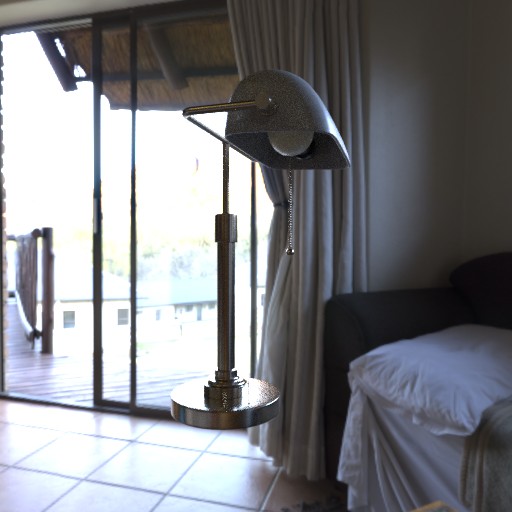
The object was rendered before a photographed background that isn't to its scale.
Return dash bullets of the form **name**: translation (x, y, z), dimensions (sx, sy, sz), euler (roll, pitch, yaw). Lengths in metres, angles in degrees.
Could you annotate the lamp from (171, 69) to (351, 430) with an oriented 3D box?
- **lamp**: translation (0.000, 0.000, 0.572), dimensions (0.227, 0.404, 0.269), euler (0, 0, 18)
